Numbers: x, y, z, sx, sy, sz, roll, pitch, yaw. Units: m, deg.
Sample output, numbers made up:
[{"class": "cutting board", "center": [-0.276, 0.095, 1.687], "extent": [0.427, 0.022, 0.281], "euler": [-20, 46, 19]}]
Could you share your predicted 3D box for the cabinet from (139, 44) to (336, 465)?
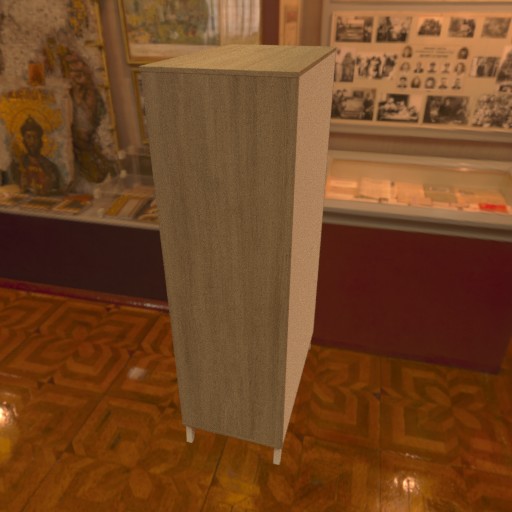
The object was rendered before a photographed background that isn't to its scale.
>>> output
[{"class": "cabinet", "center": [0.000, 0.000, 2.407], "extent": [0.571, 1.999, 1.006], "euler": [8, 31, 14]}]
